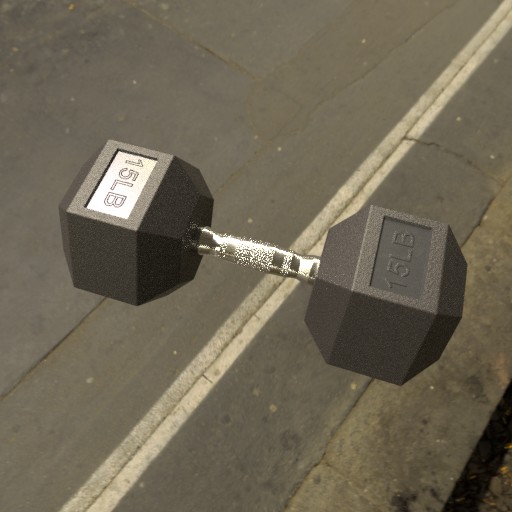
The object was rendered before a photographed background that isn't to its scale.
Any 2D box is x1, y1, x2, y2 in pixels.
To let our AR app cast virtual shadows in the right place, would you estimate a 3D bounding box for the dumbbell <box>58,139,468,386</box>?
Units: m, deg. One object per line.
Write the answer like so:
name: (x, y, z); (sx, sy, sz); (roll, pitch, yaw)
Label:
dumbbell: (0.000, 0.000, 0.321); (0.271, 0.106, 0.122); (15, 64, 8)
